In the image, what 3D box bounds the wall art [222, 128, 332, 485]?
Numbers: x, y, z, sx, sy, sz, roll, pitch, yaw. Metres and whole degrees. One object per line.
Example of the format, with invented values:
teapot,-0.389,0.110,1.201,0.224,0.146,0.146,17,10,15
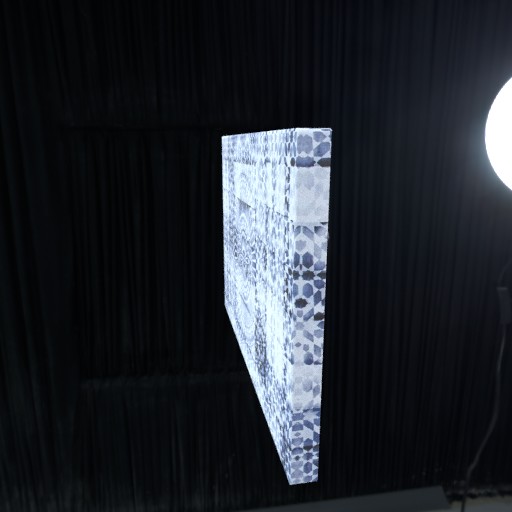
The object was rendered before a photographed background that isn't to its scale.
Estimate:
wall art,0.000,0.000,1.146,0.057,0.608,0.911,-3,15,-11
